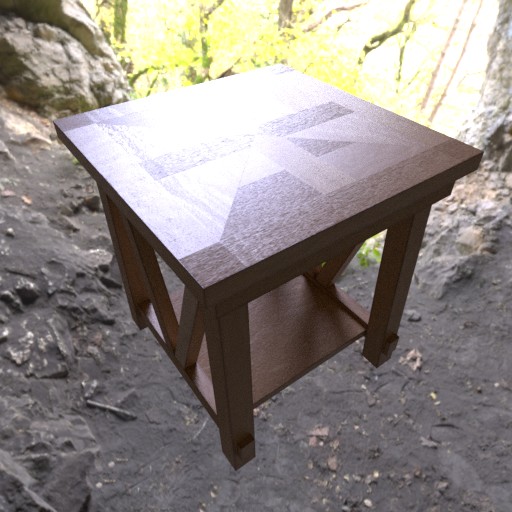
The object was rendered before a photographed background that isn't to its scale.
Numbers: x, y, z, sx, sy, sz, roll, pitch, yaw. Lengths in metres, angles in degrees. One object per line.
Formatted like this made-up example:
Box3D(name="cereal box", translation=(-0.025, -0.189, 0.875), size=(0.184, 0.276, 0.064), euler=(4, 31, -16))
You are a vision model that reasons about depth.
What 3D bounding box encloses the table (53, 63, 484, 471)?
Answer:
Box3D(name="table", translation=(0.000, 0.000, 1.088), size=(0.610, 0.638, 0.612), euler=(-26, 47, -26))
